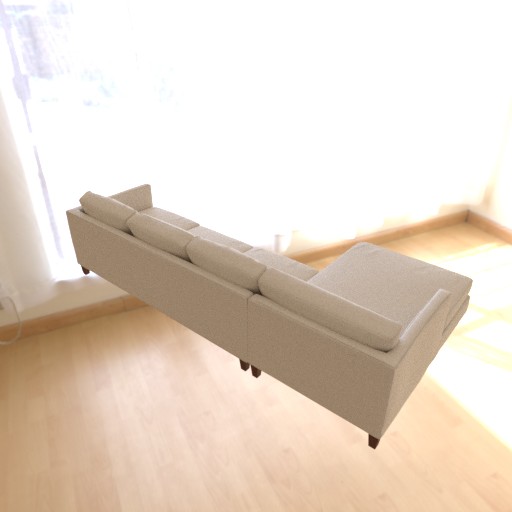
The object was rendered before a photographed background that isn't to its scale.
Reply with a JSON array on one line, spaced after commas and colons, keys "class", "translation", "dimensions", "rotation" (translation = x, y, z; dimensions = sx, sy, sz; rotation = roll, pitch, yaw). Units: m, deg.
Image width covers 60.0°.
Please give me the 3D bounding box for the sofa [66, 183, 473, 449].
[{"class": "sofa", "translation": [0.000, 0.000, 3.833], "dimensions": [3.186, 0.846, 1.625], "rotation": [22, 37, 33]}]
